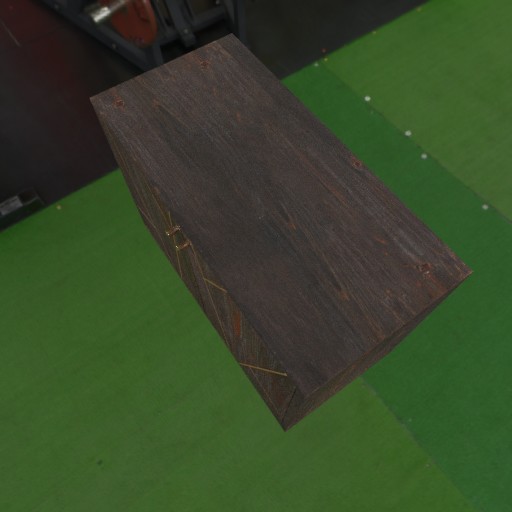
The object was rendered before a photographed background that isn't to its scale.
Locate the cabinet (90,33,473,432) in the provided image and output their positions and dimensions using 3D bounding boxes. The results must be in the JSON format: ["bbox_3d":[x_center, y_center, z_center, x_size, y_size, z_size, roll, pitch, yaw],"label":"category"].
[{"bbox_3d":[0.000,0.000,1.554,0.529,0.897,1.023,-32,67,-15],"label":"cabinet"}]
